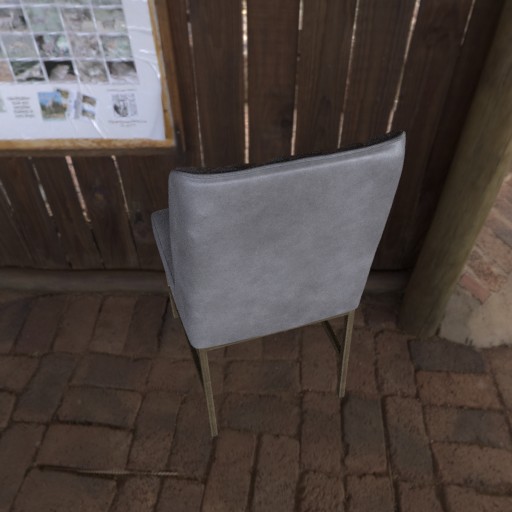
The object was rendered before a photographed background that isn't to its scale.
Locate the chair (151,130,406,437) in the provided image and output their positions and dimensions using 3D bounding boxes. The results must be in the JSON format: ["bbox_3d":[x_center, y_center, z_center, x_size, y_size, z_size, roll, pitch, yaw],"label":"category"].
[{"bbox_3d":[0.000,0.000,1.233,0.508,0.889,0.587,-12,42,-14],"label":"chair"}]
